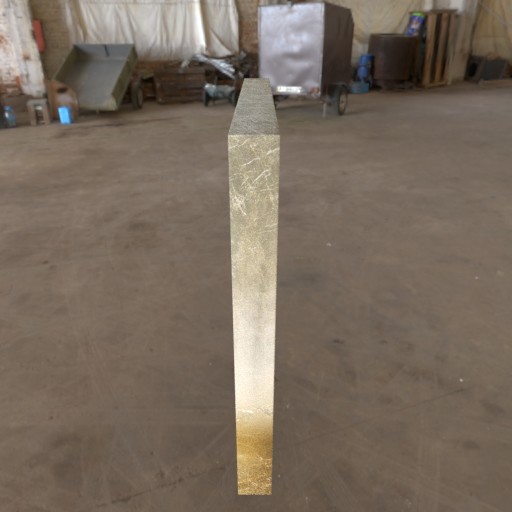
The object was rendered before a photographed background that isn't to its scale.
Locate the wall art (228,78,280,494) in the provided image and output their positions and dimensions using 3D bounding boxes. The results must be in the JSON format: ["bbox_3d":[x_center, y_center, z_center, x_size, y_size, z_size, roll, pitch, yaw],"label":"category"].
[{"bbox_3d":[0.000,0.000,0.595,0.038,0.407,0.405,0,27,0],"label":"wall art"}]
